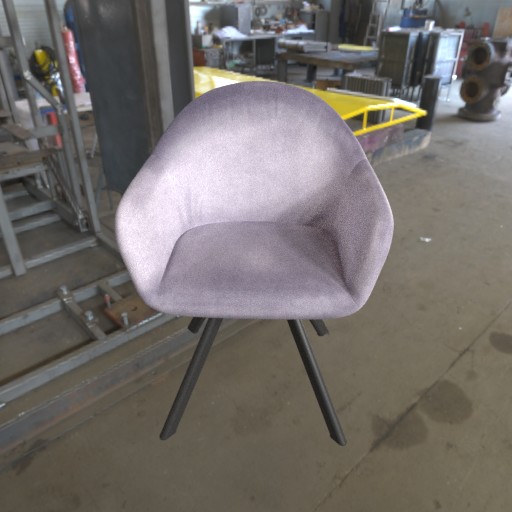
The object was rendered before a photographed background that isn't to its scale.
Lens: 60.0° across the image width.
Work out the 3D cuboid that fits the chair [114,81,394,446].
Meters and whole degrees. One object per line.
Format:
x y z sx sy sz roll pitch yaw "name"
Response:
0.000 0.000 1.152 0.570 0.780 0.540 1 31 2 "chair"
